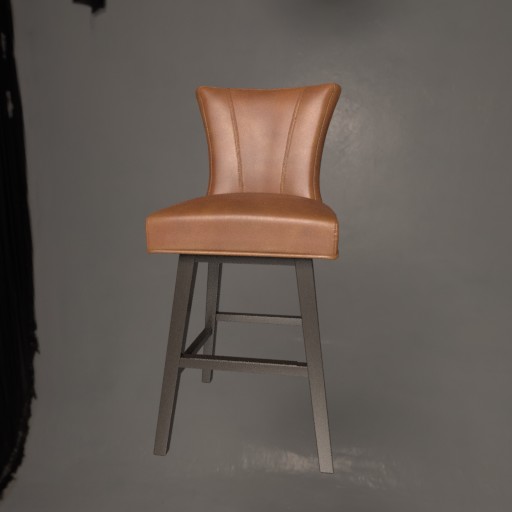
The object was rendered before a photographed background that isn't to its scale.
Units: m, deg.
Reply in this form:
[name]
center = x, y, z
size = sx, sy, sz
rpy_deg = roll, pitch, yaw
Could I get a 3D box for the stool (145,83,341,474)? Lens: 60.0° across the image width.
[stool]
center = 0.000, 0.000, 1.415
size = 0.522, 1.094, 0.585
rpy_deg = 2, 13, 9
